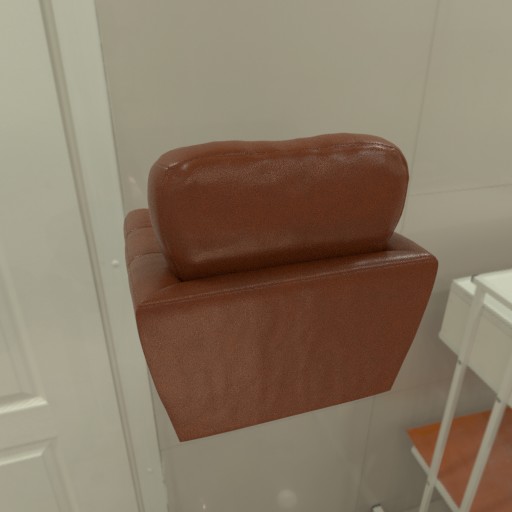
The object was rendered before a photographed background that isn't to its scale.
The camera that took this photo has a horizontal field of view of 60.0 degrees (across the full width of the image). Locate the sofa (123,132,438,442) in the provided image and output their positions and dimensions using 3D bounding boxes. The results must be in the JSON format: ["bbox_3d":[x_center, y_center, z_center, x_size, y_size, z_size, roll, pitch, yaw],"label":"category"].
[{"bbox_3d":[0.000,0.000,1.487,0.836,0.876,0.789,-8,28,-15],"label":"sofa"}]
